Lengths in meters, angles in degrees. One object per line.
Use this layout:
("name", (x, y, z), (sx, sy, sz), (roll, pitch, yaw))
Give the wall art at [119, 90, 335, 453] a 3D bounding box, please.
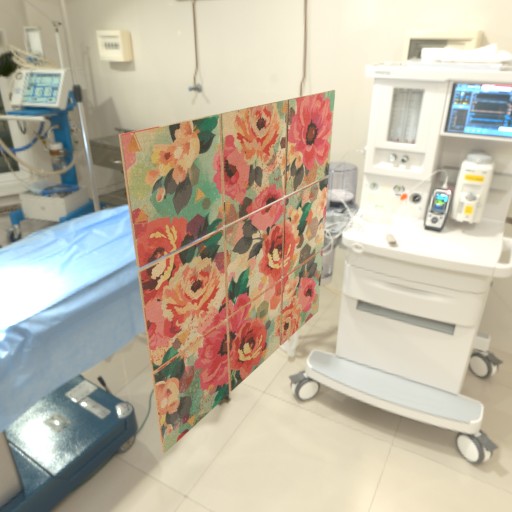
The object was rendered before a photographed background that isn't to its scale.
("wall art", (0.000, 0.000, 1.885), (0.013, 1.220, 1.216), (18, 32, 32))
